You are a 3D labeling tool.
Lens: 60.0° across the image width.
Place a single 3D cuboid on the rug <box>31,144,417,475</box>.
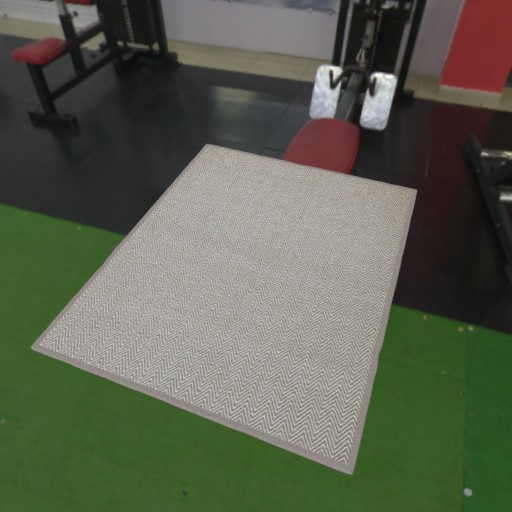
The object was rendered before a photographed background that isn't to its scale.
[{"bbox_3d":[0.000,0.000,3.953,2.434,0.032,3.007,16,48,15],"label":"rug"}]
